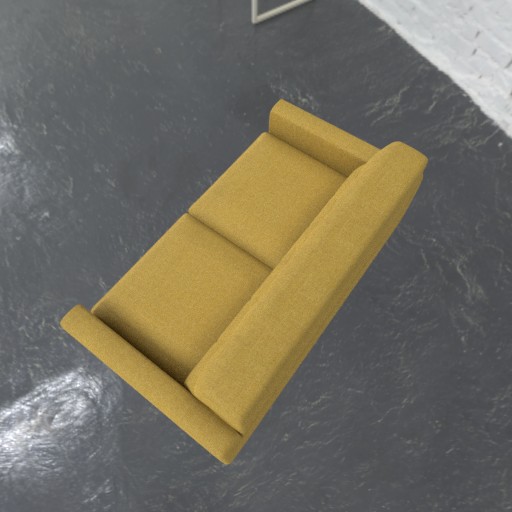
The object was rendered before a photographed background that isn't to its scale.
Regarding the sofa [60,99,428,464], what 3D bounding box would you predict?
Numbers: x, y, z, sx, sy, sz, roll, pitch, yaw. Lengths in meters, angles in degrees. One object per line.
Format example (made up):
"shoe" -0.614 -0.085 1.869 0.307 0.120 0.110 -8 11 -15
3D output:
"sofa" 0.000 0.000 2.168 0.909 0.841 1.631 33 67 16
